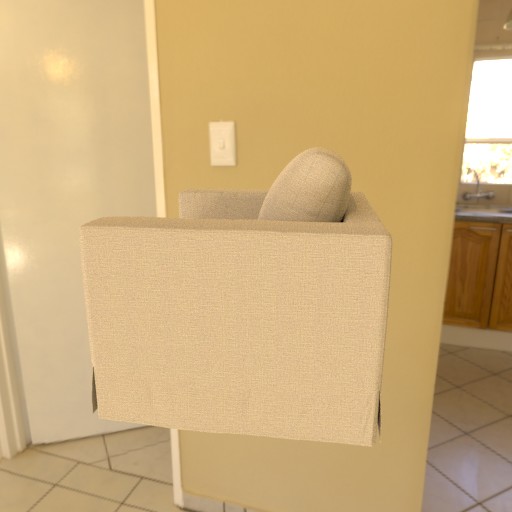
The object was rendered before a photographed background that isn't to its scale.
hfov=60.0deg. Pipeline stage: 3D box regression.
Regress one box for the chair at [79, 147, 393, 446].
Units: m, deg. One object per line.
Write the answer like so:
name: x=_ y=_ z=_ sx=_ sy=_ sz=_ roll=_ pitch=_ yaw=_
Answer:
chair: x=0.000 y=0.000 z=1.847 sx=0.957 sy=0.878 sz=1.150 roll=2 pitch=15 yaw=9
